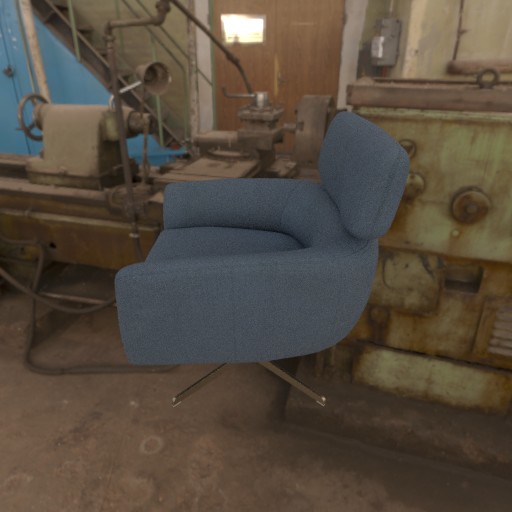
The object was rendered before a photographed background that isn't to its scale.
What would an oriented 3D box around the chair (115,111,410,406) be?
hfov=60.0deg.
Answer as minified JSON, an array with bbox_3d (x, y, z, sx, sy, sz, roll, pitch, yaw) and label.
[{"bbox_3d":[0.000,0.000,1.419,0.761,0.813,0.738,0,26,0],"label":"chair"}]
